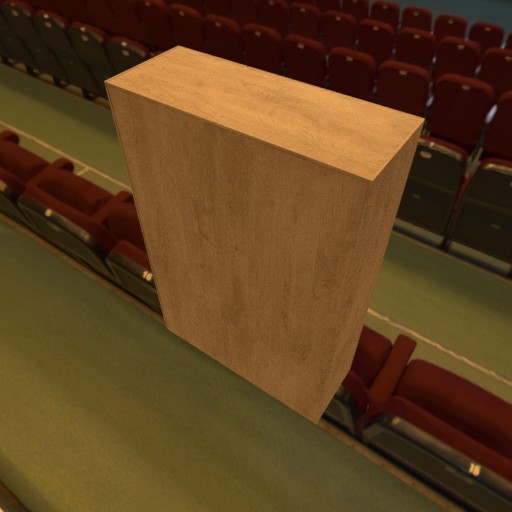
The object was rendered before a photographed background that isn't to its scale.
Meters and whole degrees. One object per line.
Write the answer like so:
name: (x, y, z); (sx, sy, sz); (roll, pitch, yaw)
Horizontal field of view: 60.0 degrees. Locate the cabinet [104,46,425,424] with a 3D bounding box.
cabinet: (0.000, 0.000, 2.549); (1.290, 1.910, 0.510); (27, 52, 23)
